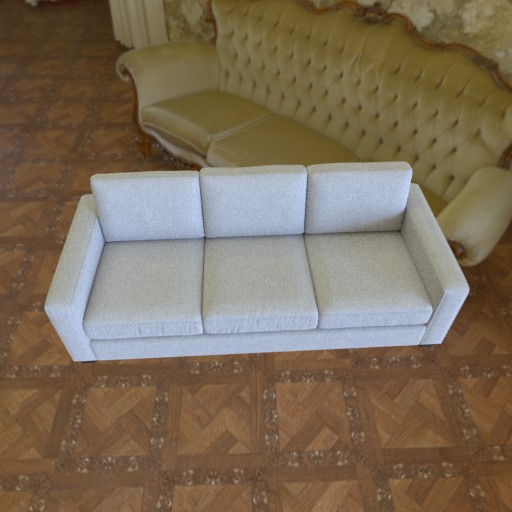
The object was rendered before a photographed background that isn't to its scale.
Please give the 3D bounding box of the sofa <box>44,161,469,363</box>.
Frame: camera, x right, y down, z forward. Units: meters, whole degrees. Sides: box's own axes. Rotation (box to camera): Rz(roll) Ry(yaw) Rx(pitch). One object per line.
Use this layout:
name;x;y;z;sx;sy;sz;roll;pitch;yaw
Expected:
sofa;0.000;0.000;2.588;2.120;0.800;0.900;-2;46;-2
